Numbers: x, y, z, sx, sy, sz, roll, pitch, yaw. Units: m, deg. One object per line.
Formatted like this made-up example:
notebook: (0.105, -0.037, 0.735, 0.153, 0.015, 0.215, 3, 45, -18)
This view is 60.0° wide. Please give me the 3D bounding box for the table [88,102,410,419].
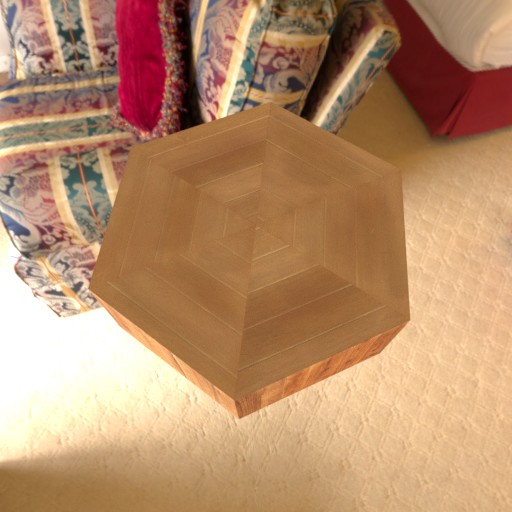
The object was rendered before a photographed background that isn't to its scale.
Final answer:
table: (0.000, 0.000, 1.700, 1.154, 0.456, 1.000, 33, 67, 16)
